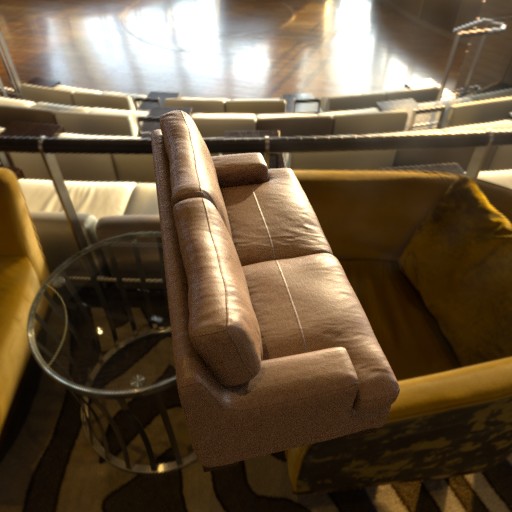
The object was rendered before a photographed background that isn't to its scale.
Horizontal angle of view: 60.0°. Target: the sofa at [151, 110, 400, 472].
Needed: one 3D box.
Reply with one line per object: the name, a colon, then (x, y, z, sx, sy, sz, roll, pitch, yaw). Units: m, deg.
sofa: (0.000, 0.000, 2.453, 0.962, 0.980, 1.855, -9, 45, -9)
